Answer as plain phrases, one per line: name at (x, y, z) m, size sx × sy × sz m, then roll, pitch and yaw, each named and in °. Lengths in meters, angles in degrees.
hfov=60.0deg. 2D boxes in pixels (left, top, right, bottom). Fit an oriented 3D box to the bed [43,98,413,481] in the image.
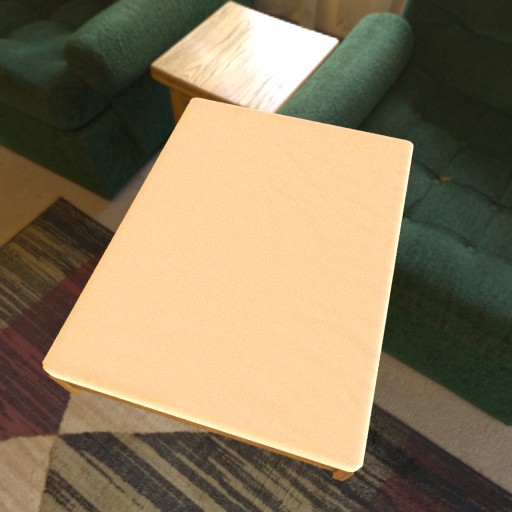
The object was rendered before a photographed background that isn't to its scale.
bed at (0.000, 0.000, 2.639) m, size 1.536 × 0.431 × 2.016 m, roll 14°, pitch 60°, yaw 9°
